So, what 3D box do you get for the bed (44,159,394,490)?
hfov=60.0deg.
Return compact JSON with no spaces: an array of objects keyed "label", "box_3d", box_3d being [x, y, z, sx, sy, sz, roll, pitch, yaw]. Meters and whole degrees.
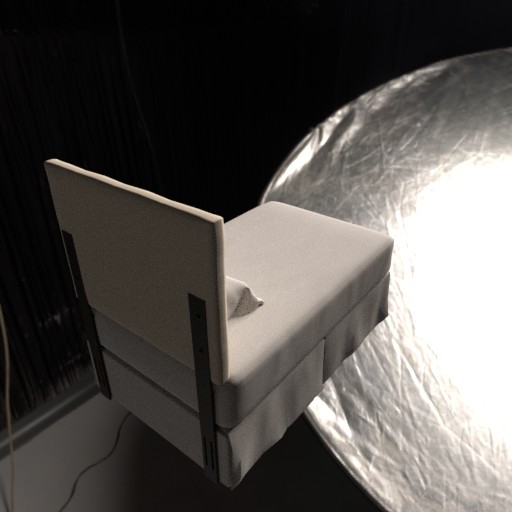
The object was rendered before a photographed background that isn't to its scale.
[{"label":"bed","box_3d":[0.000,0.000,2.931,1.261,1.571,1.997,21,36,32]}]
